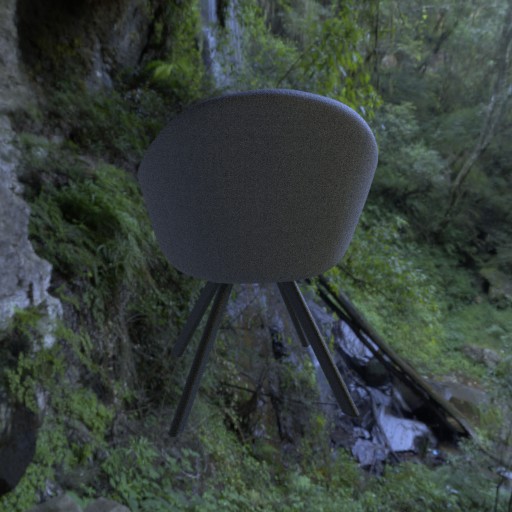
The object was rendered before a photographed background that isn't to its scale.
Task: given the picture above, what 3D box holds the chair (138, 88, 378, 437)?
[{"bbox_3d":[0.000,0.000,1.188,0.590,0.795,0.550,-2,15,-9],"label":"chair"}]
